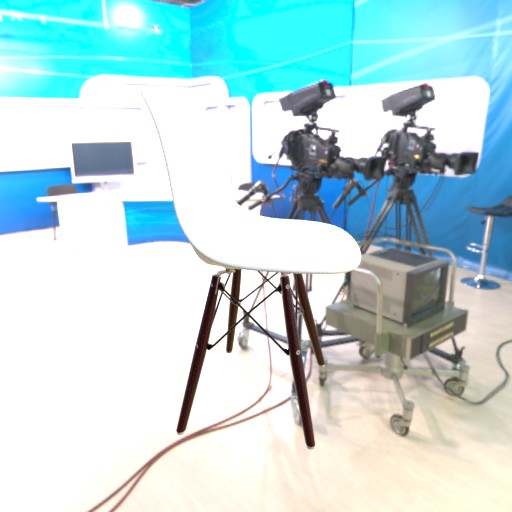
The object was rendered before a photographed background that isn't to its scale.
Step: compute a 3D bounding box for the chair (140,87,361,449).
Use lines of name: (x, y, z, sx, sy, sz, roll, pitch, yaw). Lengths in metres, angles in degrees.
chair: (0.000, 0.000, 1.158, 0.533, 0.826, 0.470, 3, 17, 11)
